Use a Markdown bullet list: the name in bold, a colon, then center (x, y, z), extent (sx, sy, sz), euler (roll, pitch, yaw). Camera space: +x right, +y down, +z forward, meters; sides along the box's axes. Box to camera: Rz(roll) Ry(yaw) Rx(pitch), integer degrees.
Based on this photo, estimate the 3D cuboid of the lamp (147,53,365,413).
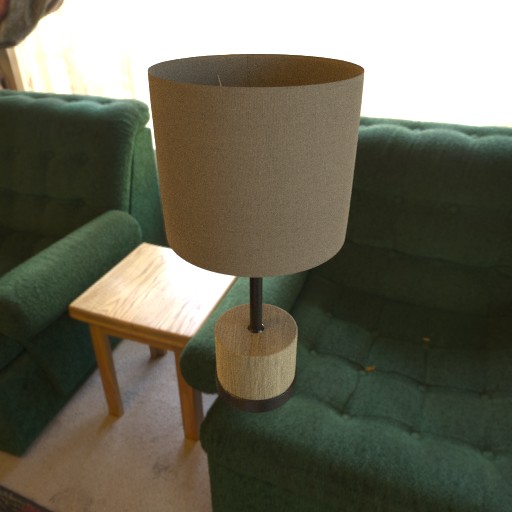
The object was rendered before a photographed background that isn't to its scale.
- **lamp**: center (0.000, 0.000, 0.593), extent (0.229, 0.470, 0.229), euler (2, 31, 3)
